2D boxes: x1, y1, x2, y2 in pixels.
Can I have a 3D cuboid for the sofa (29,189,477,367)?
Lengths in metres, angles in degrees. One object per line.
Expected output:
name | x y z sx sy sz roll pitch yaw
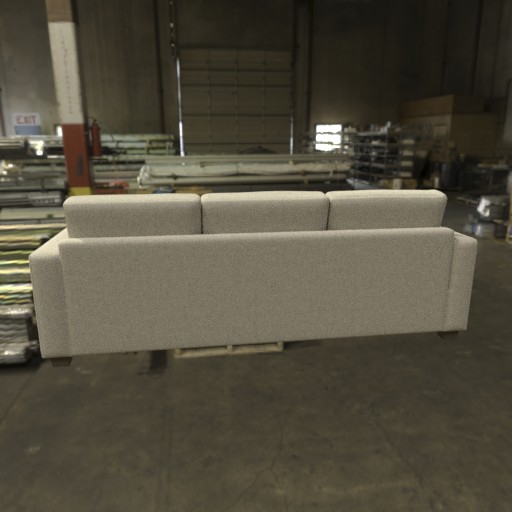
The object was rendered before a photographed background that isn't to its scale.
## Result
sofa | 0.000 0.000 2.544 2.160 0.800 0.900 -2 15 -8
